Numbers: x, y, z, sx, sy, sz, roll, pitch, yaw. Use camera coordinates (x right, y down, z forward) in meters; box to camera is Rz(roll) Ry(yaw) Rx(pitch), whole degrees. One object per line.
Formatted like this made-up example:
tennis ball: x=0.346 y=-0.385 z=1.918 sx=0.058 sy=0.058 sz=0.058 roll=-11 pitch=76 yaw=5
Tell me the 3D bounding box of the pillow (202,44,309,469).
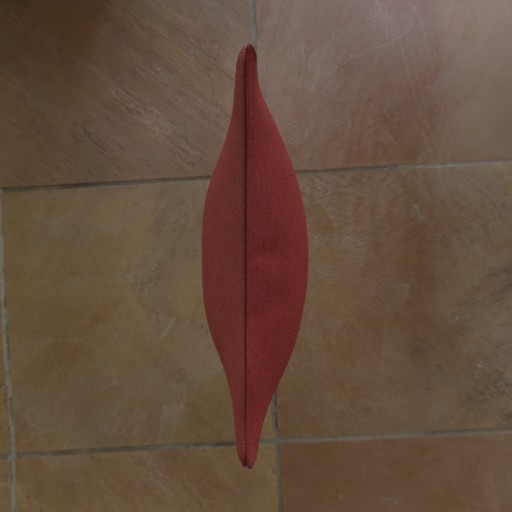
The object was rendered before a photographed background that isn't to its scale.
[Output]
pillow: x=0.000 y=0.000 z=0.651 sx=0.151 sy=0.416 sz=0.435 roll=0 pitch=90 yaw=1
